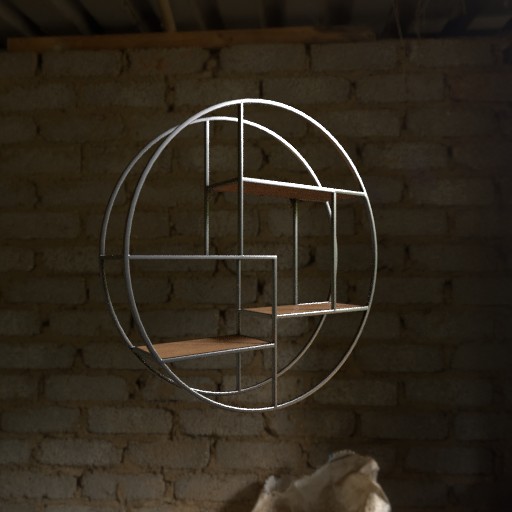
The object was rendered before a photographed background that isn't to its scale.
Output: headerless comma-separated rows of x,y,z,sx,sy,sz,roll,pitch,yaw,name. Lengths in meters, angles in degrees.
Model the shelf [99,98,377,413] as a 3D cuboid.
0.000,0.000,1.357,0.888,0.888,0.202,0,0,-36,shelf
